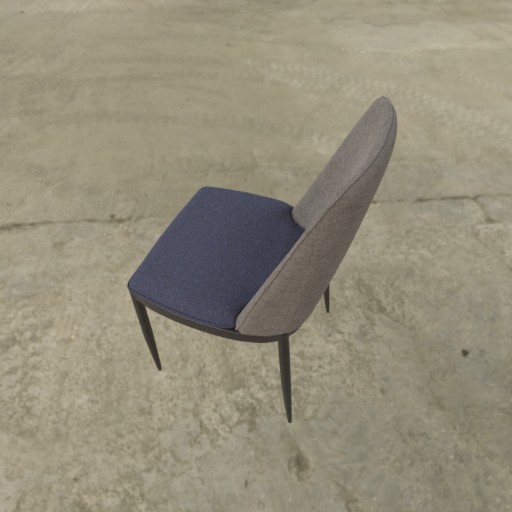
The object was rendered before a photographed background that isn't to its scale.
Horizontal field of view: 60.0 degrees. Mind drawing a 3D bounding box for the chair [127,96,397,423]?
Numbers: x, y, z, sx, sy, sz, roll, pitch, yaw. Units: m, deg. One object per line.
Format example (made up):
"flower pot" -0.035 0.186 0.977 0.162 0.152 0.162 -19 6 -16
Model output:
"chair" 0.000 0.000 1.181 0.550 0.855 0.488 16 48 15
